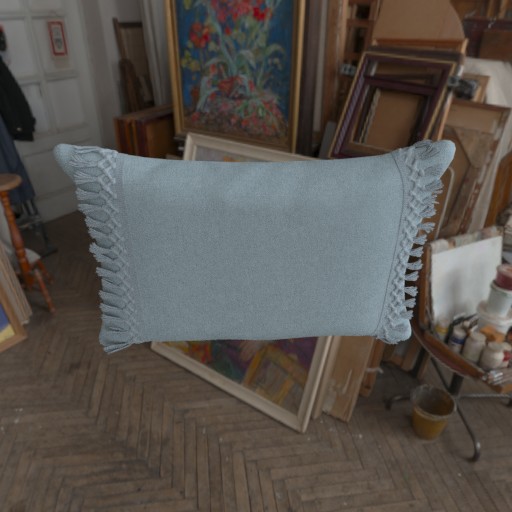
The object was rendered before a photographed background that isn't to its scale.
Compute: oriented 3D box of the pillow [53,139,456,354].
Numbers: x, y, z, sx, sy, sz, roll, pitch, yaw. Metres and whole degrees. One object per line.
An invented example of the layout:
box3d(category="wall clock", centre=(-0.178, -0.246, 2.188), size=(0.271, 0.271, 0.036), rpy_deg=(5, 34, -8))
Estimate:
box3d(category="pillow", centre=(0.000, 0.000, 0.584), size=(0.466, 0.305, 0.084), rpy_deg=(-1, 30, -1))
